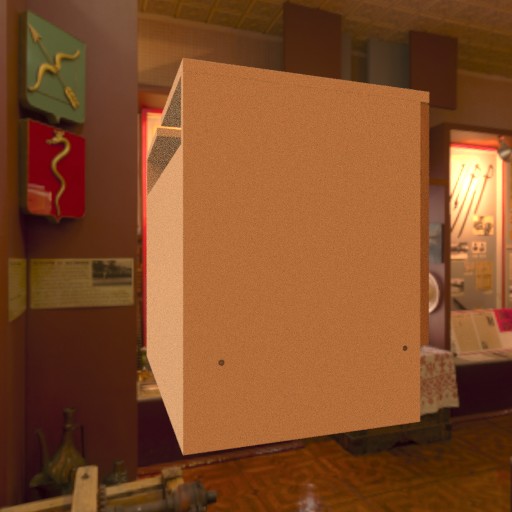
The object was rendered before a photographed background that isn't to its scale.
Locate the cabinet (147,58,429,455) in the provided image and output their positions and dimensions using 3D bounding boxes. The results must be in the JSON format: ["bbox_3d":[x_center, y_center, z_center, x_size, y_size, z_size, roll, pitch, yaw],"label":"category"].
[{"bbox_3d":[0.000,0.000,0.929,0.400,0.522,0.600,0,0,-18],"label":"cabinet"}]
